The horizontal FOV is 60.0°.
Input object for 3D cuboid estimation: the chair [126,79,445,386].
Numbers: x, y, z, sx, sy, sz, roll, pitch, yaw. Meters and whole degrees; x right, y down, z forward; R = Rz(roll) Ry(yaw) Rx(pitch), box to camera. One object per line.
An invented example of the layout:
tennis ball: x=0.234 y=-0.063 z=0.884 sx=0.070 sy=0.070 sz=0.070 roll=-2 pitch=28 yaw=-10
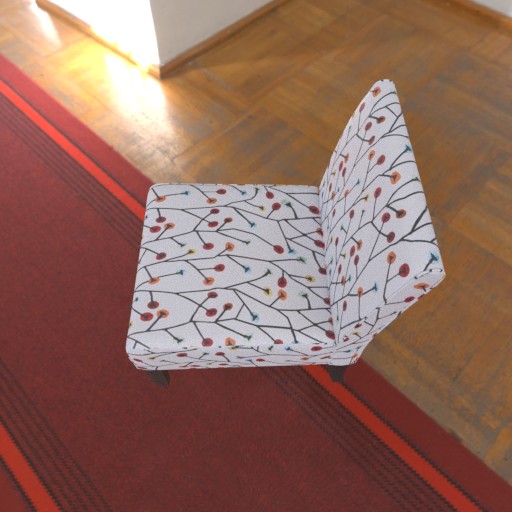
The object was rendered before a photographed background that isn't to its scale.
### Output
chair: x=0.000 y=0.000 z=1.333 sx=0.732 sy=0.813 sz=0.597 roll=-1 pitch=59 yaw=0
